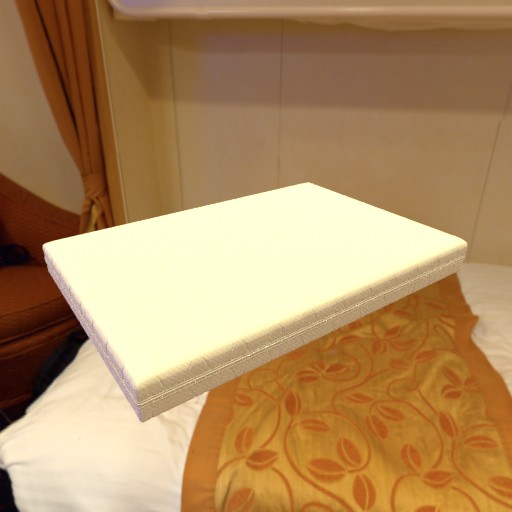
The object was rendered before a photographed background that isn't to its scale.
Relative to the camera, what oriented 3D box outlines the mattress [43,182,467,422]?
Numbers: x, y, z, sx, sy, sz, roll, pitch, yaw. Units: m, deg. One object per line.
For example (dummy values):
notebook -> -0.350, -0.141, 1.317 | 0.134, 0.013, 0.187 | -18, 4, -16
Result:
mattress -> 0.000, 0.000, 2.558 | 2.000, 0.200, 1.400 | -18, 32, -31
